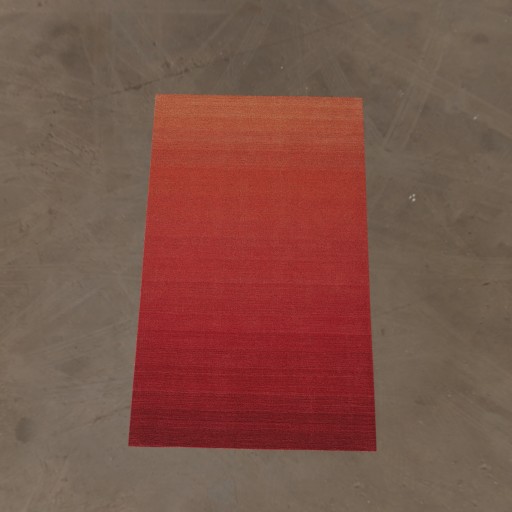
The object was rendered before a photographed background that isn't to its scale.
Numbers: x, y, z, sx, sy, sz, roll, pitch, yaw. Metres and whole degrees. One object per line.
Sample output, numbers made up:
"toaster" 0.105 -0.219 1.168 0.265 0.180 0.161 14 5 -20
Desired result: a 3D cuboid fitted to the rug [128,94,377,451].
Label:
"rug" 0.000 0.000 3.004 1.531 0.010 2.442 1 77 0
